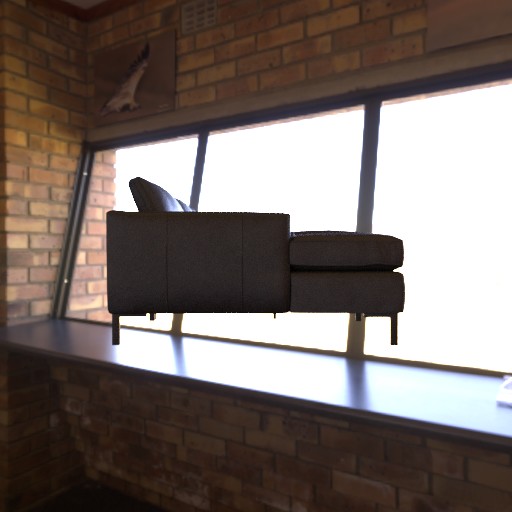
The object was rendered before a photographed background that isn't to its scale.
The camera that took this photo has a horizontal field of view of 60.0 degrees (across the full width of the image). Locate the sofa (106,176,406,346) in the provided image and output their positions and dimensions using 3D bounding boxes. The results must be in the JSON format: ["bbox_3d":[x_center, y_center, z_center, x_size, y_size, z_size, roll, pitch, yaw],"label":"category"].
[{"bbox_3d":[0.000,0.000,3.624,1.471,0.859,2.993,0,0,0],"label":"sofa"}]
